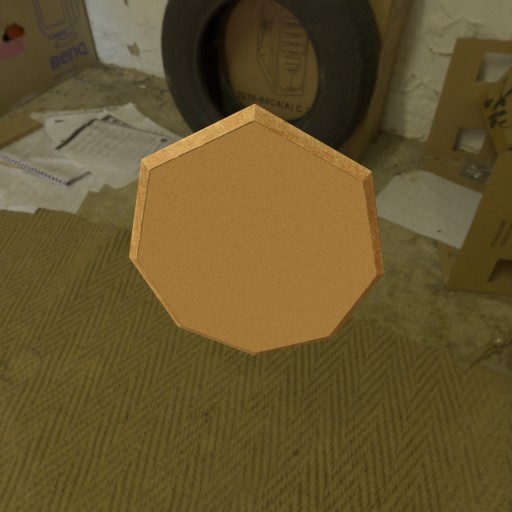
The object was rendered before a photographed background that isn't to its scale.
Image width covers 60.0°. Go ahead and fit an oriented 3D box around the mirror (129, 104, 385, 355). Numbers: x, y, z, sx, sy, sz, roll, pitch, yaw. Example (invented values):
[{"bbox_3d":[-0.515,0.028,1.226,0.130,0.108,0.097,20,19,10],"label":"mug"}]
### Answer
[{"bbox_3d":[0.000,0.000,1.019,0.577,0.774,0.070,4,47,3],"label":"mirror"}]
